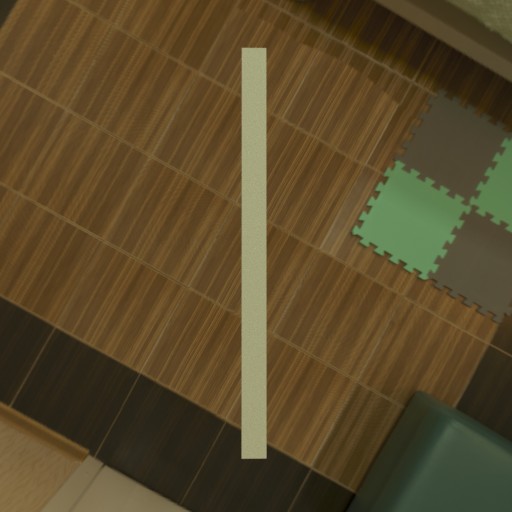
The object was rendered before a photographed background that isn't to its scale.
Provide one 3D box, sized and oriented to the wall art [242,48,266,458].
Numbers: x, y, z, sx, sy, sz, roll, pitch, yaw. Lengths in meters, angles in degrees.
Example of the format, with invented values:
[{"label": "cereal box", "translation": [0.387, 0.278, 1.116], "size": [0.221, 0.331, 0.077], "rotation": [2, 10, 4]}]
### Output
[{"label": "wall art", "translation": [0.000, 0.000, 1.041], "size": [0.055, 0.763, 0.611], "rotation": [0, 89, -1]}]
